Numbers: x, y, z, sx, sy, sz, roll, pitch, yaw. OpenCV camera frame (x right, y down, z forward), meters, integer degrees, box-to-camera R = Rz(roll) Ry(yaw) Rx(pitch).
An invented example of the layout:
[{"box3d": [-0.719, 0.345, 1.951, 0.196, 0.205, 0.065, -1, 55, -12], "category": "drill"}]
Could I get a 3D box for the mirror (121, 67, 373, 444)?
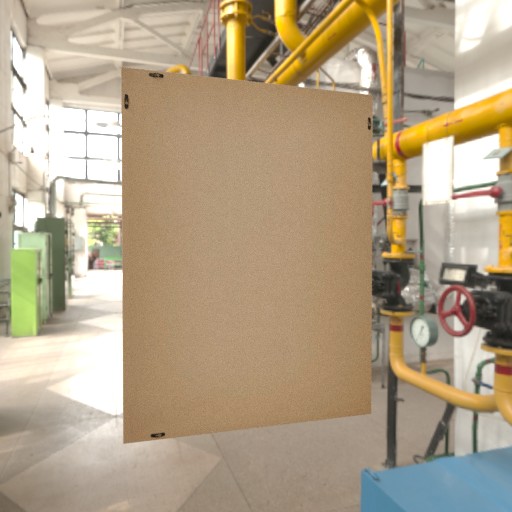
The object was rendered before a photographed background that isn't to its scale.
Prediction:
[{"box3d": [0.000, 0.000, 1.318, 0.762, 1.016, 0.041, 0, 1, -17], "category": "mirror"}]
